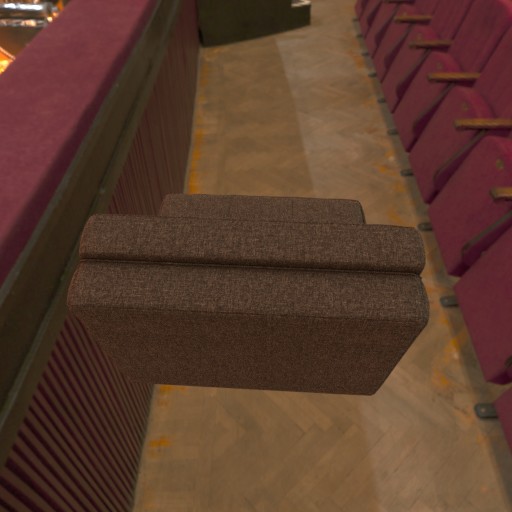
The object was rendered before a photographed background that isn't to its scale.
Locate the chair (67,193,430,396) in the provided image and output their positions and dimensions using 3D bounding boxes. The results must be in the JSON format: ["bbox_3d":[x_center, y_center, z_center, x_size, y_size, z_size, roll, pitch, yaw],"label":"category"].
[{"bbox_3d":[0.000,0.000,1.303,0.740,0.615,0.800,2,44,2],"label":"chair"}]
